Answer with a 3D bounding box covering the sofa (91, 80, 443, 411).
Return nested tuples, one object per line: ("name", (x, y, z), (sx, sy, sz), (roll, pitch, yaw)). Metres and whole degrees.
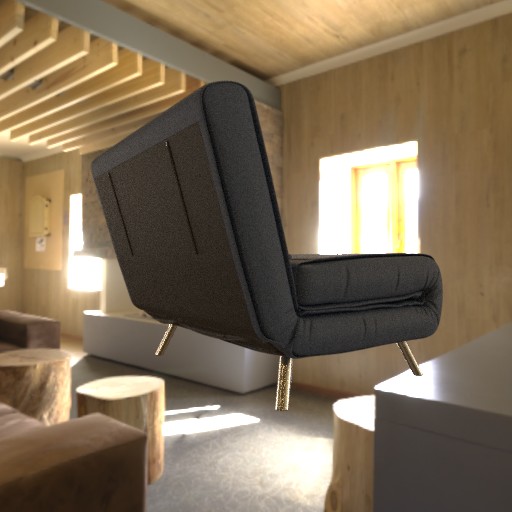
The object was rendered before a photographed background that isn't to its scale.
("sofa", (0.000, 0.000, 1.714), (0.996, 0.860, 0.999), (0, -1, -35))
